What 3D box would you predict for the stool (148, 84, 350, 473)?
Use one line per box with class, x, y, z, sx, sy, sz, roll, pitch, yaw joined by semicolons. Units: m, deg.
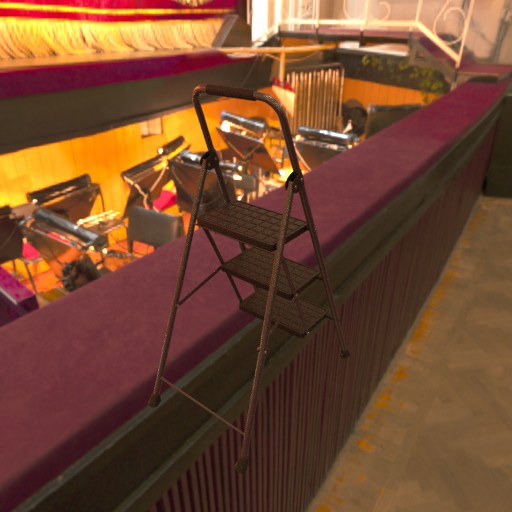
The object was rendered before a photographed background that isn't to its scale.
stool;0.000;0.000;1.521;0.473;1.121;0.733;21;35;33
